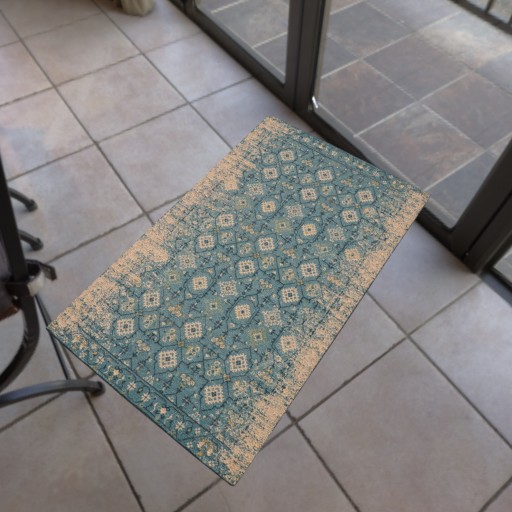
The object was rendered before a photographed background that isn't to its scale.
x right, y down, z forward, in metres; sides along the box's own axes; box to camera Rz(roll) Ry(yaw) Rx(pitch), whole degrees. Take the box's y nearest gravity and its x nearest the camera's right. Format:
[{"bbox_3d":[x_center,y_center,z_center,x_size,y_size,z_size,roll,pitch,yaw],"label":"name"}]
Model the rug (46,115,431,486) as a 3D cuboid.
[{"bbox_3d":[0.000,0.000,2.241,1.102,0.008,1.795,32,64,18],"label":"rug"}]
